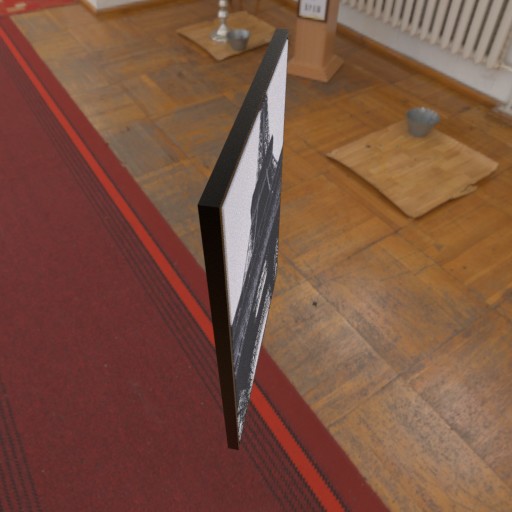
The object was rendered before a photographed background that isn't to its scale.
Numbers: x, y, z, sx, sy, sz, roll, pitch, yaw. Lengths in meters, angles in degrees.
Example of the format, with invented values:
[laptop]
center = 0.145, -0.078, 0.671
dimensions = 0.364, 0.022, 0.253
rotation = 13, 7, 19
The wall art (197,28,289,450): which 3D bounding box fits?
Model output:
[wall art]
center = 0.000, 0.000, 1.385
dimensions = 0.040, 1.062, 0.805
rotation = 8, 47, 8
